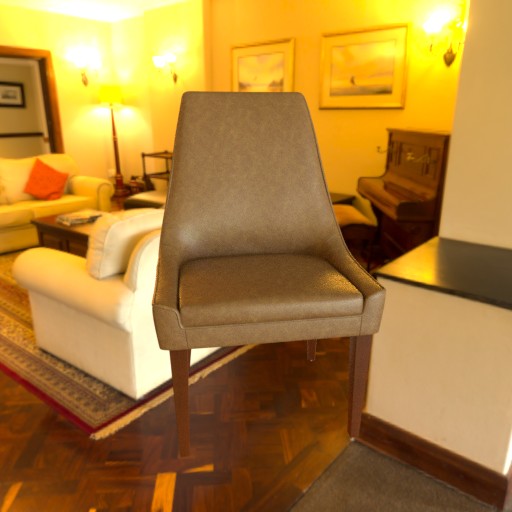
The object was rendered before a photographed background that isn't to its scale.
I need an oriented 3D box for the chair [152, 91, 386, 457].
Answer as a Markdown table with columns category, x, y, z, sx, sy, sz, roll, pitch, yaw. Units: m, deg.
| category | x | y | z | sx | sy | sz | roll | pitch | yaw |
| --- | --- | --- | --- | --- | --- | --- | --- | --- | --- |
| chair | 0.000 | 0.000 | 1.206 | 0.529 | 0.861 | 0.544 | -3 | 18 | -9 |
